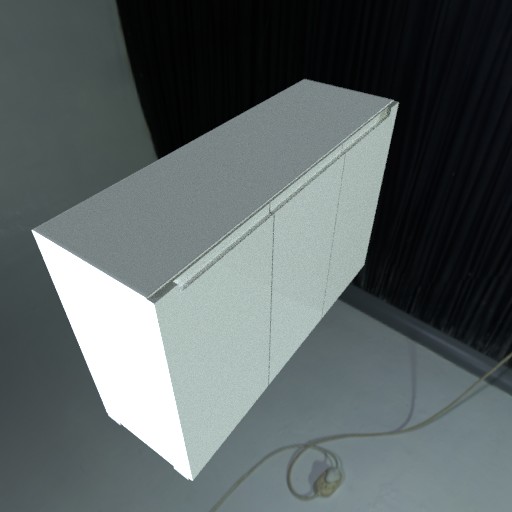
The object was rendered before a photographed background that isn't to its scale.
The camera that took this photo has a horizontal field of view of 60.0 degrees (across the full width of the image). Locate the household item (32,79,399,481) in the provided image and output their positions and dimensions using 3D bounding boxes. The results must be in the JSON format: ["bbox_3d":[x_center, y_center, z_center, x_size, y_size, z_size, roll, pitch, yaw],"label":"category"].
[{"bbox_3d":[0.000,0.000,1.675,0.420,0.867,1.300,25,47,26],"label":"household item"}]
